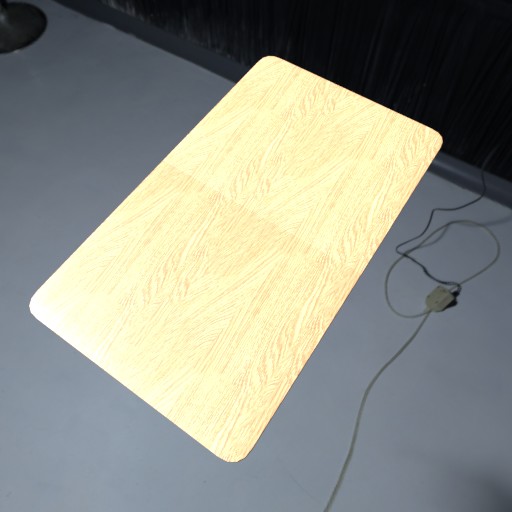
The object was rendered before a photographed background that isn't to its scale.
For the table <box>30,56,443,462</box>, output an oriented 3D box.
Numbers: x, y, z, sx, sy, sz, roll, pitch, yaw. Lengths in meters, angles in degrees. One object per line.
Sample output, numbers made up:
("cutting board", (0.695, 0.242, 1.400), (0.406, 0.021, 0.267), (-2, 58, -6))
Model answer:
("table", (0.000, 0.000, 2.114), (0.950, 0.770, 1.600), (31, 68, 14))
